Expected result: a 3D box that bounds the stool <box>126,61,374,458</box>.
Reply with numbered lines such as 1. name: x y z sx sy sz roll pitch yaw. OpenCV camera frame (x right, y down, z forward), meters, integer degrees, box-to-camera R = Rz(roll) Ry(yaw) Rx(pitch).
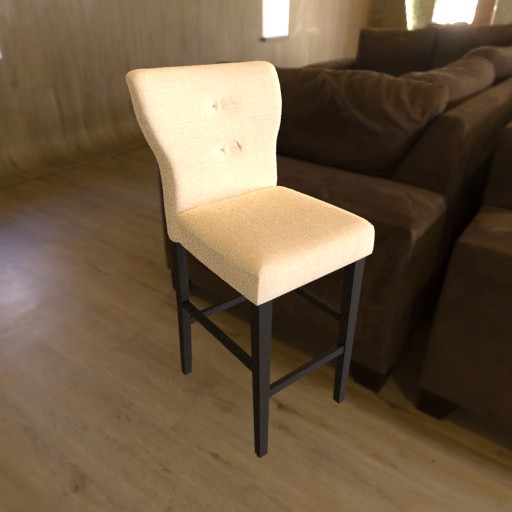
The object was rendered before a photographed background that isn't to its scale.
1. stool: 0.000 0.000 1.460 0.516 1.124 0.603 -21 35 -32
